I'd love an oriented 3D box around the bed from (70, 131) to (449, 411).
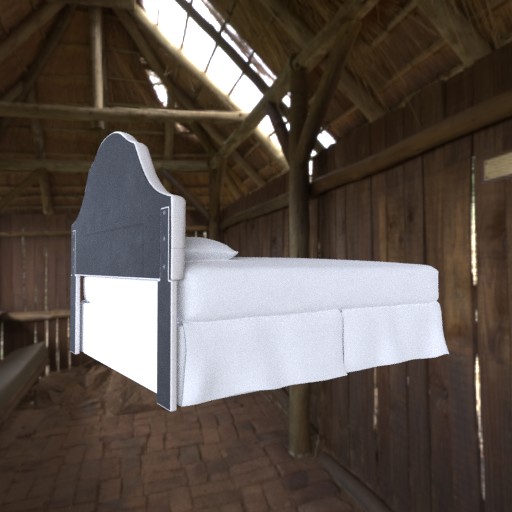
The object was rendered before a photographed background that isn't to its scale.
[{"bbox_3d":[0.000,0.000,3.719,2.477,1.617,2.039,1,-2,-36],"label":"bed"}]
